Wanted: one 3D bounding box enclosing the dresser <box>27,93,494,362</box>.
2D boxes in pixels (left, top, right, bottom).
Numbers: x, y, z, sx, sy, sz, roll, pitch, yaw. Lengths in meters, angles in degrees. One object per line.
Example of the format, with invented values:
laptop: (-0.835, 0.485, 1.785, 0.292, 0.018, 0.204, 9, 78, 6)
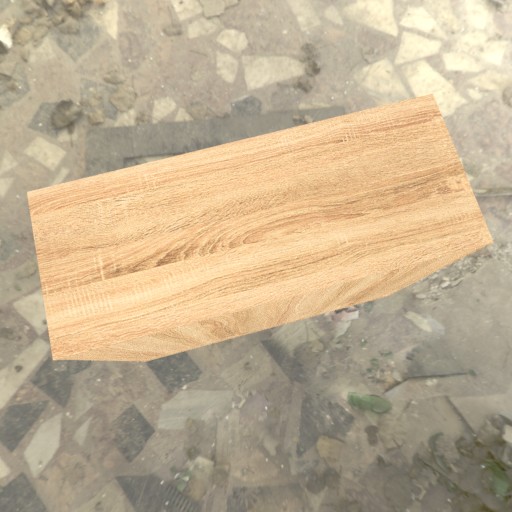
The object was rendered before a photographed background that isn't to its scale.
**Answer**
dresser: (0.000, 0.000, 1.554, 1.100, 0.900, 0.450, -15, 77, -4)
